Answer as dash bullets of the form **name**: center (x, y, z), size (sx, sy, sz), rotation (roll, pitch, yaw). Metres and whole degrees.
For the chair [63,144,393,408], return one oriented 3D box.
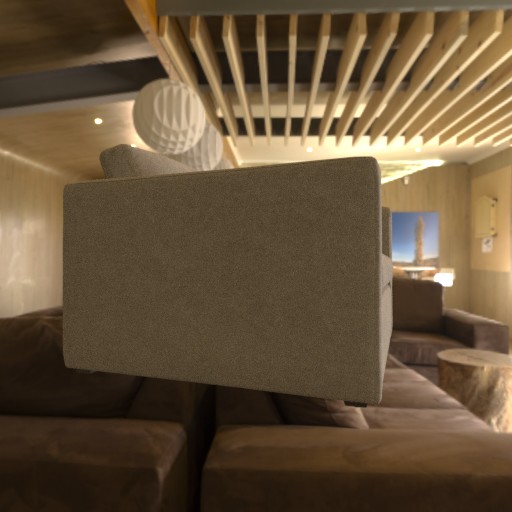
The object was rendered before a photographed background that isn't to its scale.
- **chair**: center (0.000, 0.000, 1.843), size (1.091, 0.845, 1.190), rotation (0, -1, 18)
